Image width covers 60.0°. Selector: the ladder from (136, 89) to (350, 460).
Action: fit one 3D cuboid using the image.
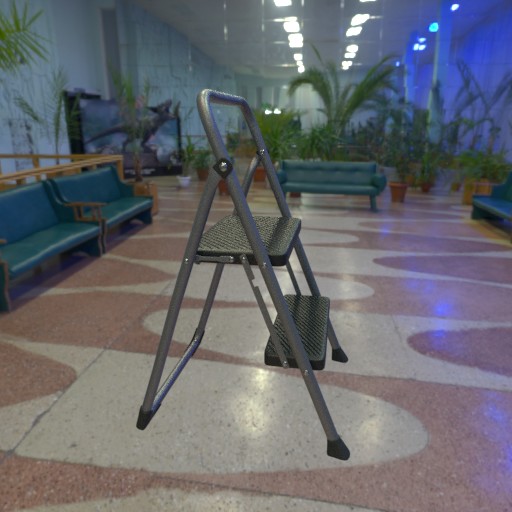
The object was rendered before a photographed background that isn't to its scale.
[{"bbox_3d":[0.000,0.000,1.042,0.472,0.720,0.430,3,17,10],"label":"ladder"}]
